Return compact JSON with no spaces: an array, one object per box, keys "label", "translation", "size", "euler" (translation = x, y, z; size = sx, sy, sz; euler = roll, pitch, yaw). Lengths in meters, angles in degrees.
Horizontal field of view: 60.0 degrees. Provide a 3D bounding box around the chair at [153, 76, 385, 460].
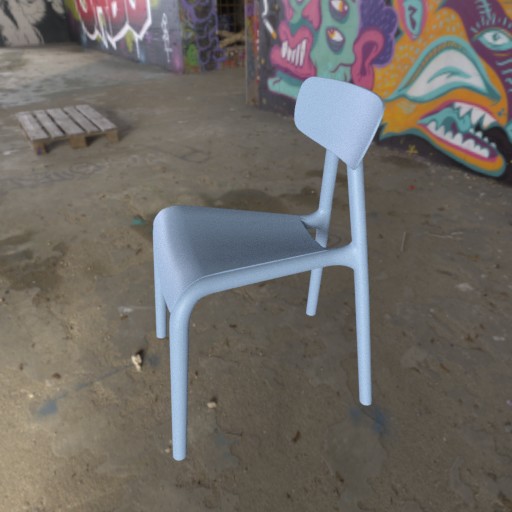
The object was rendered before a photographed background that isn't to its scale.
[{"label":"chair","translation":[0.000,0.000,0.826],"size":[0.401,0.580,0.356],"euler":[-8,32,-14]}]
